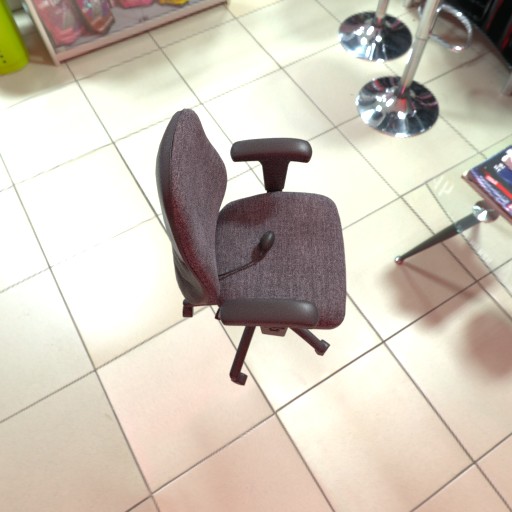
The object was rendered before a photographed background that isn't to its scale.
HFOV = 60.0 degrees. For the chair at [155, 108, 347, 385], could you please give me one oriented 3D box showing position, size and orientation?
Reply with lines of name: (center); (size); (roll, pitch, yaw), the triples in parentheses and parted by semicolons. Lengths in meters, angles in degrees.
chair: (0.000, 0.000, 1.236); (0.530, 0.910, 0.550); (1, 63, 1)
